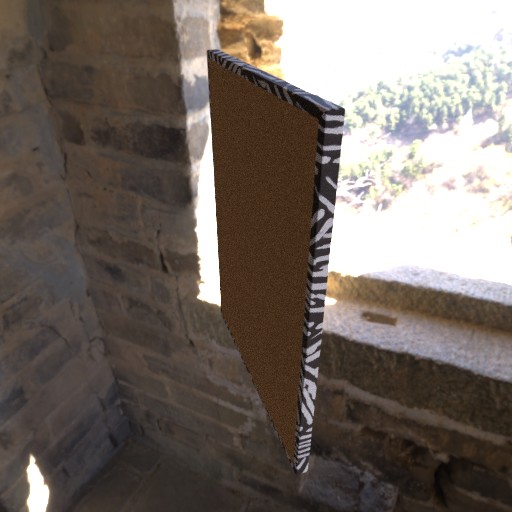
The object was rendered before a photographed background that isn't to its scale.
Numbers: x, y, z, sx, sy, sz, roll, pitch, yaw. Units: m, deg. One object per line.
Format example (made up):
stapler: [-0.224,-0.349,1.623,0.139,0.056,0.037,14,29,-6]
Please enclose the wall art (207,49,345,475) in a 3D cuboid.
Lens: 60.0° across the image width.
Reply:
wall art: [0.000,0.000,1.299,0.038,1.017,0.765,-11,34,-17]
